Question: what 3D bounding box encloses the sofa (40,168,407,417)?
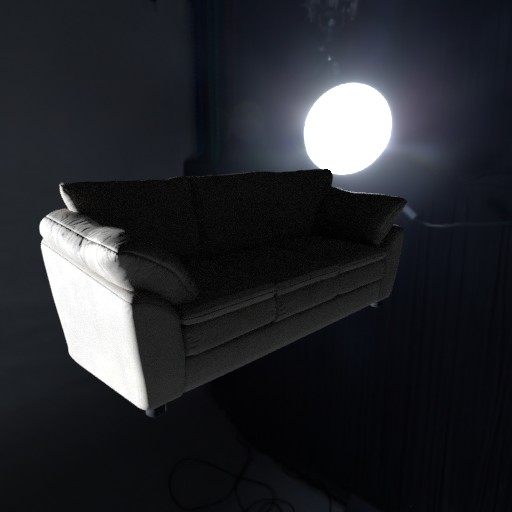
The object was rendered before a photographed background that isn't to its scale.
[{"bbox_3d":[0.000,0.000,2.753,0.878,0.996,2.334,13,19,43],"label":"sofa"}]
